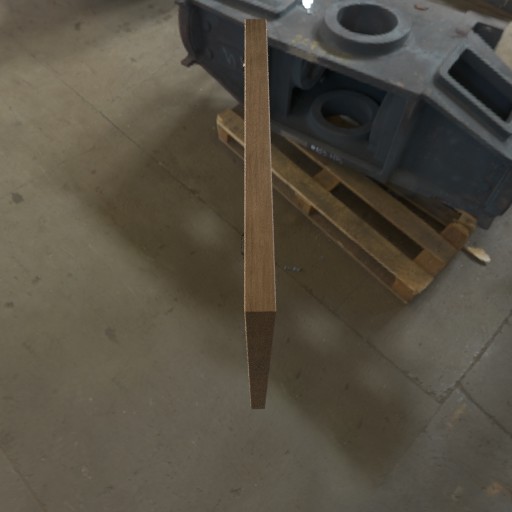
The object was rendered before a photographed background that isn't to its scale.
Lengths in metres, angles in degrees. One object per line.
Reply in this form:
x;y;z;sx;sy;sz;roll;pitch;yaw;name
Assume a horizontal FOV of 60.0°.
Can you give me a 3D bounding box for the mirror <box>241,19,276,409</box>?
0.000;0.000;0.925;0.040;0.710;0.507;-1;63;0;mirror
